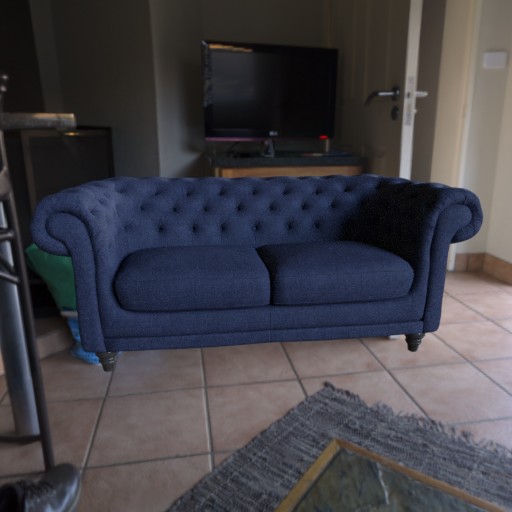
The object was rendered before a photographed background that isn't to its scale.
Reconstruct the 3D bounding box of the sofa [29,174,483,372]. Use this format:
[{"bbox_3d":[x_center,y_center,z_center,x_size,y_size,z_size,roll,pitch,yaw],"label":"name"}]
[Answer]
[{"bbox_3d":[0.000,0.000,2.438,1.988,0.833,1.082,-2,15,-7],"label":"sofa"}]
